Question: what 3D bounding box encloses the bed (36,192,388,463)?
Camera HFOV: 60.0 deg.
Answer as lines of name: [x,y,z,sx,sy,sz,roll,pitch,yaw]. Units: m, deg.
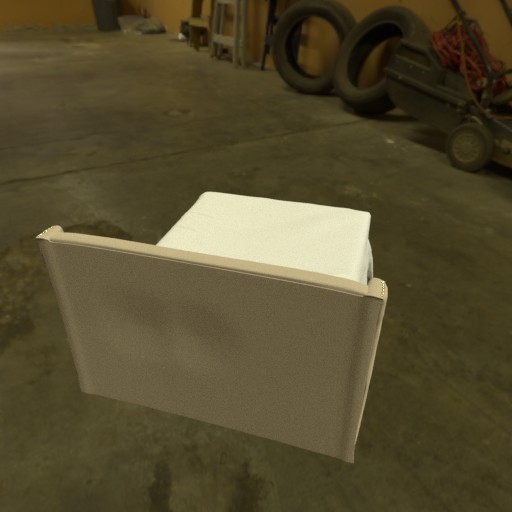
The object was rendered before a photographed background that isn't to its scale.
bed: [0.000,0.000,3.484,1.925,1.332,2.276,9,34,14]
